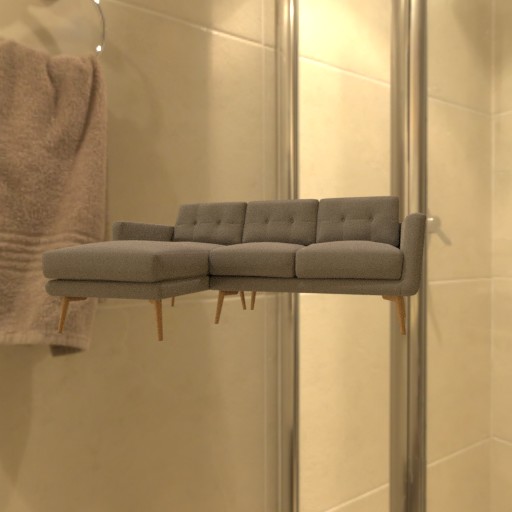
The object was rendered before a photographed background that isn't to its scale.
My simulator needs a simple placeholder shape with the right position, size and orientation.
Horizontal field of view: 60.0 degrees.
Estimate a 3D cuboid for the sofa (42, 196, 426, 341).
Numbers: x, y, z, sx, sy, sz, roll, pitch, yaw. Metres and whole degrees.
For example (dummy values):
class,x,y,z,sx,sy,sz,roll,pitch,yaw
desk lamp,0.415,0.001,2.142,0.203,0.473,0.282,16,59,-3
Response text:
class,x,y,z,sx,sy,sz,roll,pitch,yaw
sofa,0.000,0.000,2.853,2.040,0.860,1.530,0,1,19
